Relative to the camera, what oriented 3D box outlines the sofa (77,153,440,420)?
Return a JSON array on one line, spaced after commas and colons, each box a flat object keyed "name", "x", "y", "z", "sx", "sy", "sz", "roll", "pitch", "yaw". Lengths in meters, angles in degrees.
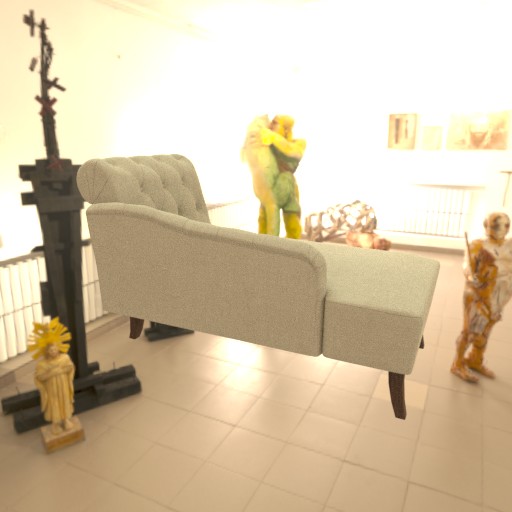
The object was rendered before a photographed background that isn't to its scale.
[{"name": "sofa", "x": 0.000, "y": 0.000, "z": 1.827, "sx": 1.379, "sy": 0.787, "sz": 0.675, "roll": 7, "pitch": 17, "yaw": 25}]
